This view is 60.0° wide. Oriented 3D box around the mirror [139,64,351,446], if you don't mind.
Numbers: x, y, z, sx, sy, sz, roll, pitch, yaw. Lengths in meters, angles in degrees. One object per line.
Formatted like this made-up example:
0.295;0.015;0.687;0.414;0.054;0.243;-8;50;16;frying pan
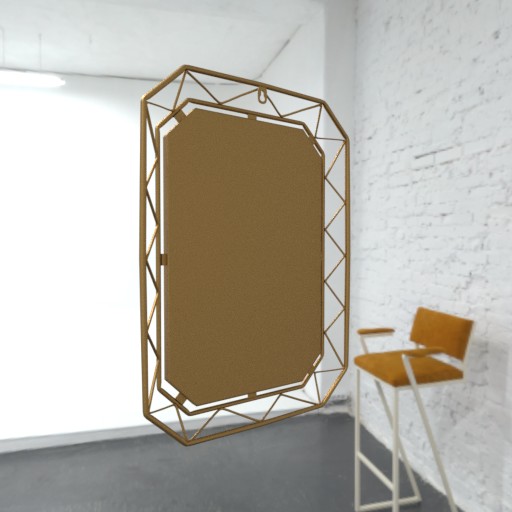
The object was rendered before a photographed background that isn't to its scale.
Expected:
0.000;0.000;0.742;0.417;0.566;0.042;-1;2;-35;mirror
